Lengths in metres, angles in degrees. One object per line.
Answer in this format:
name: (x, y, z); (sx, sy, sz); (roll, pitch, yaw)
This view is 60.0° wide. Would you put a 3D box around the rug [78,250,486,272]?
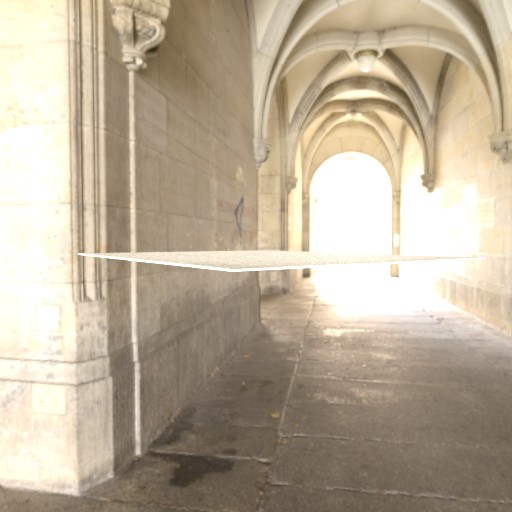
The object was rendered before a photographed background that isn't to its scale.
rug: (0.000, 0.000, 4.129); (2.447, 0.014, 3.061); (-2, 3, -35)
